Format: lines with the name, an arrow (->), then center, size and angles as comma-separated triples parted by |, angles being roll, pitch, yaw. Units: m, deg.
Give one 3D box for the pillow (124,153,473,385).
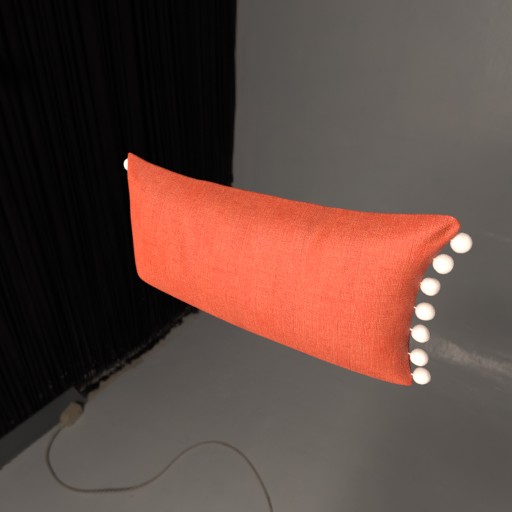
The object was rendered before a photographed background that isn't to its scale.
pillow -> 0.000, 0.000, 0.841 | 0.709, 0.322, 0.201 | 18, 34, 29
